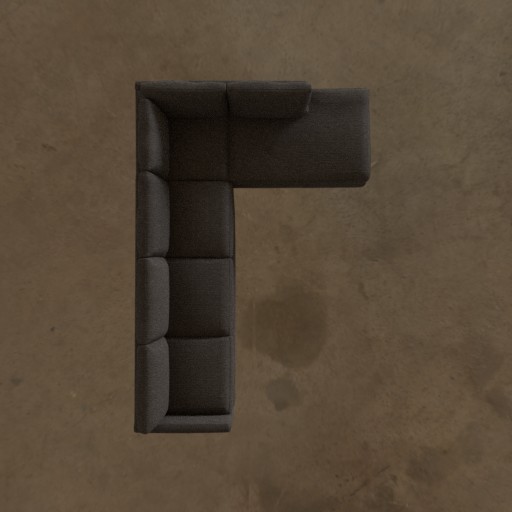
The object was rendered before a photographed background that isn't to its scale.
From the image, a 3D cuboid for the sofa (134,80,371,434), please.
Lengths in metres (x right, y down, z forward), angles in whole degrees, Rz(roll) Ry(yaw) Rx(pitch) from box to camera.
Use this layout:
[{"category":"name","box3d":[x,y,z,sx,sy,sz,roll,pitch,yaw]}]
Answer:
[{"category":"sofa","box3d":[0.000,0.000,3.833,2.007,0.815,2.949,0,89,0]}]
